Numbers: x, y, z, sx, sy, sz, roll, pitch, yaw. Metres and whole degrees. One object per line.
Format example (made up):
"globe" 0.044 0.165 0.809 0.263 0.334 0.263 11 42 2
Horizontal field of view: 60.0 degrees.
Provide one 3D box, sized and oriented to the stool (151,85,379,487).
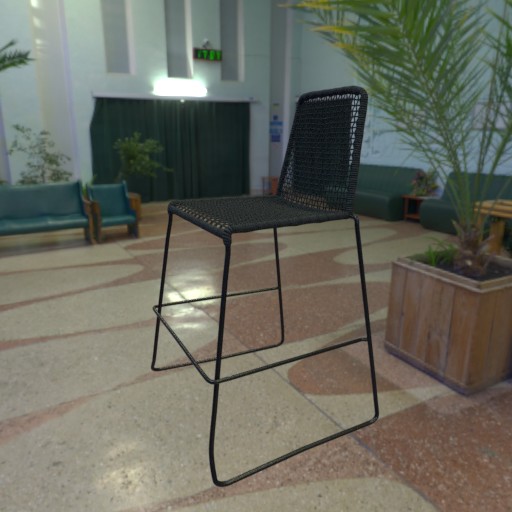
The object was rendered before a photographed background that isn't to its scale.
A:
"stool" 0.000 0.000 1.249 0.509 0.905 0.590 -8 17 -26
